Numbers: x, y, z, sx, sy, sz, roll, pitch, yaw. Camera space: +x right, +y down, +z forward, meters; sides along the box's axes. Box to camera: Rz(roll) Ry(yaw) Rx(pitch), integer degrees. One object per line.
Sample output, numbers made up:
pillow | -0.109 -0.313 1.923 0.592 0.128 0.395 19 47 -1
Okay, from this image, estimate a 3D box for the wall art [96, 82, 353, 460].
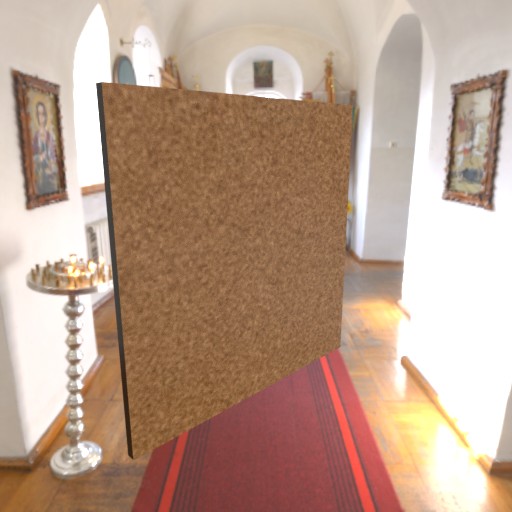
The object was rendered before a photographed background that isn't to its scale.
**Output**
wall art | 0.000 0.000 0.655 0.446 0.445 0.014 -14 20 -43
